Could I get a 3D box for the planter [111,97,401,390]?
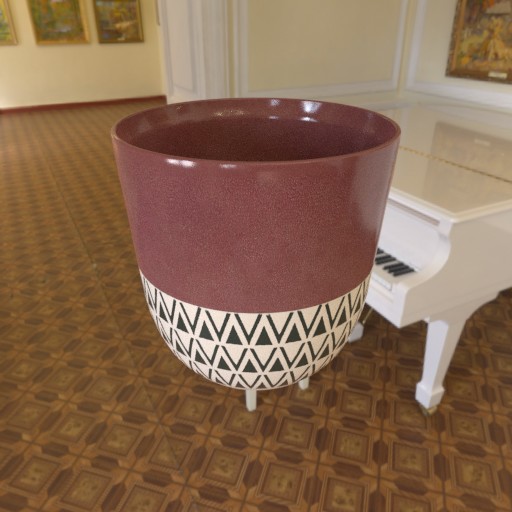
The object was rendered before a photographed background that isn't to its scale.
[{"bbox_3d":[0.000,0.000,0.360,0.195,0.214,0.195,0,29,0],"label":"planter"}]
